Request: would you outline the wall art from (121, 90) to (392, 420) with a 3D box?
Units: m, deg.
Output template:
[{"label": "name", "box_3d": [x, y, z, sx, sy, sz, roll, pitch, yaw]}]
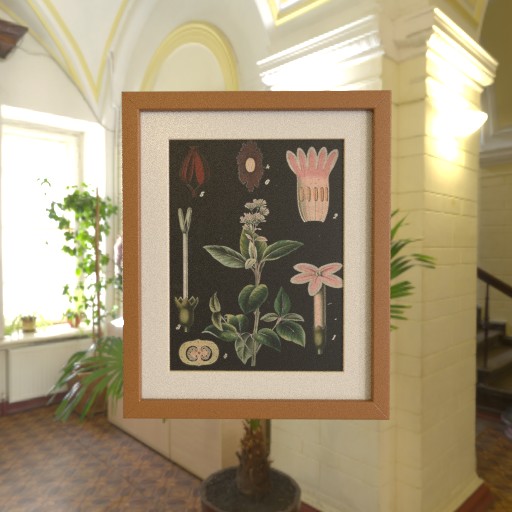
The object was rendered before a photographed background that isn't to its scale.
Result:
[{"label": "wall art", "box_3d": [0.000, 0.000, 0.517, 0.310, 0.379, 0.015, 0, 1, 1]}]
